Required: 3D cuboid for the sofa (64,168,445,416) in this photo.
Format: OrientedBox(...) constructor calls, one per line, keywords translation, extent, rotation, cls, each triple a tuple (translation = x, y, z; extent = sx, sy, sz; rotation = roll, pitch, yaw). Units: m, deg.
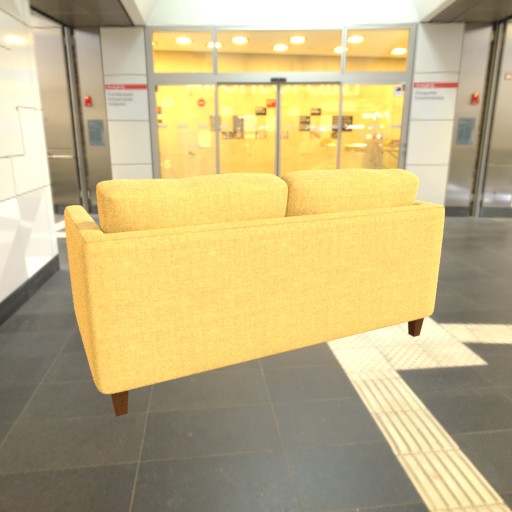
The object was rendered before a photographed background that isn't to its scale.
OrientedBox(translation=(0.000, 0.000, 2.468), extent=(1.884, 0.963, 0.950), rotation=(-8, 17, -26), cls="sofa")
